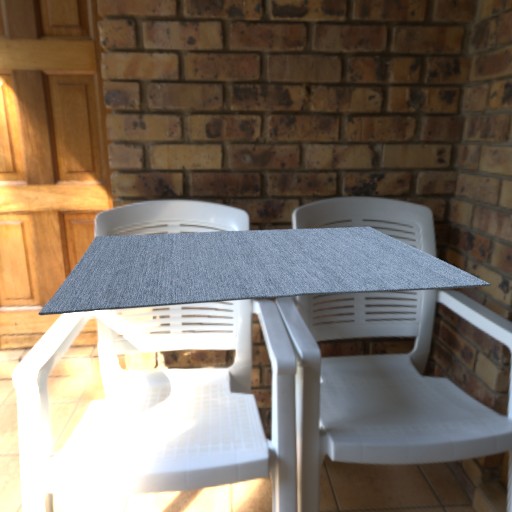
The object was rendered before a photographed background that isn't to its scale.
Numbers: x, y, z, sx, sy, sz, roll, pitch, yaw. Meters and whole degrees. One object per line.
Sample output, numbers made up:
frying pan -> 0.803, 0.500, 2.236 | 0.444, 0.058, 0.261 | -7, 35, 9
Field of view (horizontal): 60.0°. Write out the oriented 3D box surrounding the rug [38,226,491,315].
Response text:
rug -> 0.000, 0.000, 2.988 | 2.338, 0.030, 1.616 | -3, 15, -10
